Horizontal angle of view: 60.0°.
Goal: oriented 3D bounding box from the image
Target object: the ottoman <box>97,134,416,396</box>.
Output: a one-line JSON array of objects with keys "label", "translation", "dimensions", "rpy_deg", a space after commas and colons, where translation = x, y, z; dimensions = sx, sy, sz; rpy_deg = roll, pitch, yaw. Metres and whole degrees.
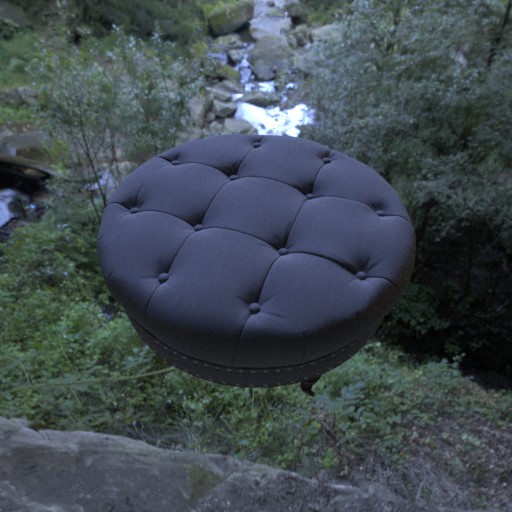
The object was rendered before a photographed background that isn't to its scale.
[{"label": "ottoman", "translation": [0.000, 0.000, 1.394], "dimensions": [0.901, 0.439, 0.901], "rpy_deg": [0, 47, 0]}]
